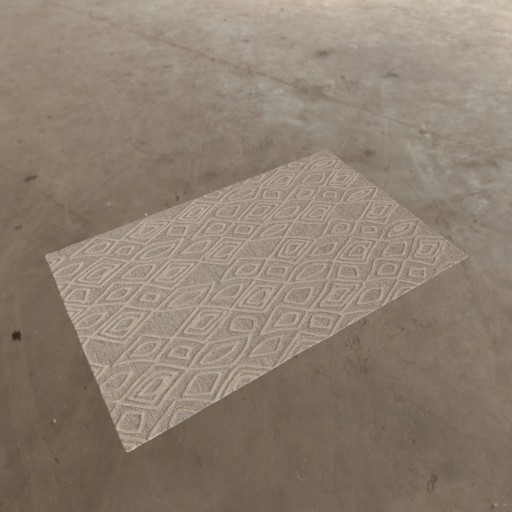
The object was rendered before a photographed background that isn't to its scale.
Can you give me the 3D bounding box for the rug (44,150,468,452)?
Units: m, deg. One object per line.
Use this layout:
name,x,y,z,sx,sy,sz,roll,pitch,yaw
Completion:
rug,0.000,0.000,3.006,2.442,0.010,1.546,-24,51,-22
